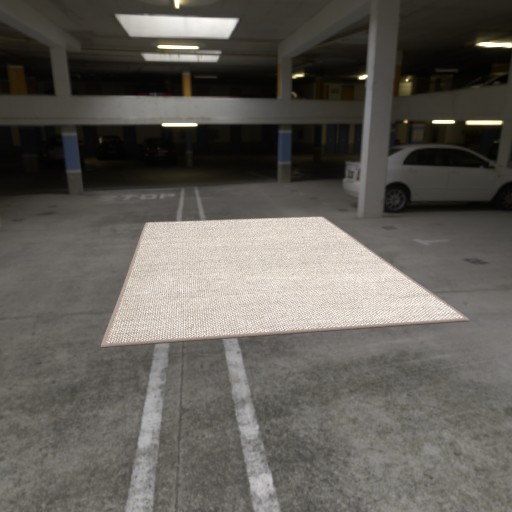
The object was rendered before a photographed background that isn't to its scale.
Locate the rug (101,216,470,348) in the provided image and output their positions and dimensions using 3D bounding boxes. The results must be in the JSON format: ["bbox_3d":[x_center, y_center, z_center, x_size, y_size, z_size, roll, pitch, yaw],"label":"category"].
[{"bbox_3d":[0.000,0.000,2.766,1.517,0.013,2.115,-3,17,-8],"label":"rug"}]
